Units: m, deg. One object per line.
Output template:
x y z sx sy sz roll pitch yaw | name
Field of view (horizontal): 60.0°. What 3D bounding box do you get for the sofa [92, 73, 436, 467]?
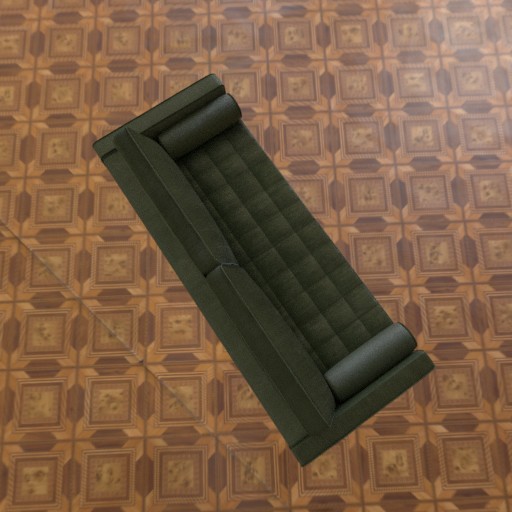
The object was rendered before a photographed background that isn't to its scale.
0.000 0.000 2.700 0.918 0.769 2.199 -34 79 -7 | sofa
